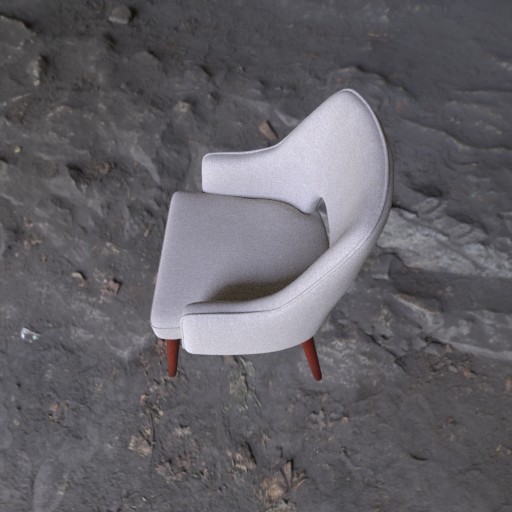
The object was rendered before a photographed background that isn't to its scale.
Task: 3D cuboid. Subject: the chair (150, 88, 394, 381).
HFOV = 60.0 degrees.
[{"bbox_3d":[0.000,0.000,1.263,0.580,0.840,0.560,2,57,1],"label":"chair"}]
